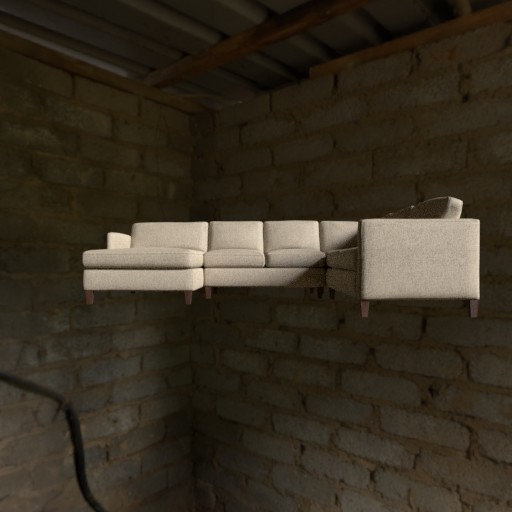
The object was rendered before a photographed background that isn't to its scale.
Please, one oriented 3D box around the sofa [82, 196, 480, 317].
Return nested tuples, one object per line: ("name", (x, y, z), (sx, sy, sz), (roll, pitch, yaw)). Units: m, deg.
("sofa", (0.000, 0.000, 4.626), (3.460, 0.959, 2.593), (0, -1, 1))
